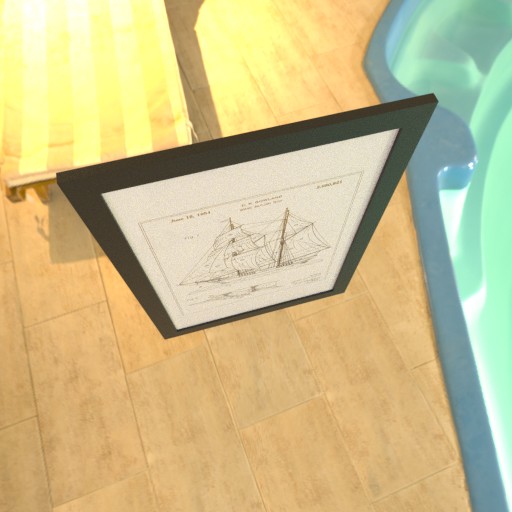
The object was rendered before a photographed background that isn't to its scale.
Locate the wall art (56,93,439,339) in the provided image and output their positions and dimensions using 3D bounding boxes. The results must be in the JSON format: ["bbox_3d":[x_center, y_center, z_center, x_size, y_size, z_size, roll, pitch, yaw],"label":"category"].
[{"bbox_3d":[0.000,0.000,0.669,0.381,0.534,0.013,-14,65,-7],"label":"wall art"}]
